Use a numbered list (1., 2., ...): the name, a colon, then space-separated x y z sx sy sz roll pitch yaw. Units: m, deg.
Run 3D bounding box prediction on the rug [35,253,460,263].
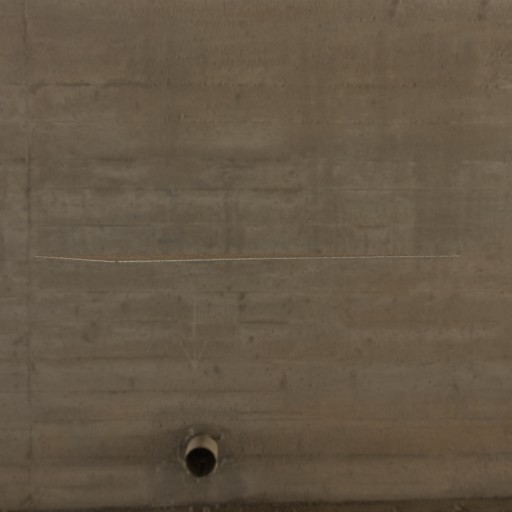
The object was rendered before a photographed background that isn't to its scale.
1. rug: 0.000 0.000 2.981 2.435 0.012 1.529 -1 1 -37
